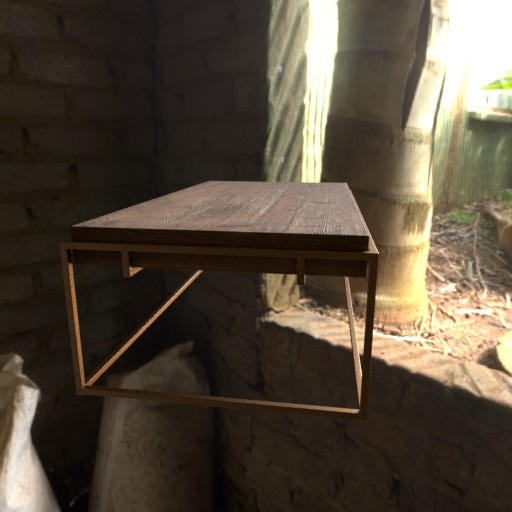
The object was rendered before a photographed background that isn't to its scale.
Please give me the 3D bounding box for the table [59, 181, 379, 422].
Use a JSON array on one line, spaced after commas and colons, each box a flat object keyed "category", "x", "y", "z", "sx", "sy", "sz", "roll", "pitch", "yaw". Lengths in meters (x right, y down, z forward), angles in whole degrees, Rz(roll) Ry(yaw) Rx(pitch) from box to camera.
[{"category": "table", "x": 0.000, "y": 0.000, "z": 1.759, "sx": 0.775, "sy": 0.468, "sz": 1.387, "roll": 2, "pitch": 15, "yaw": 9}]
